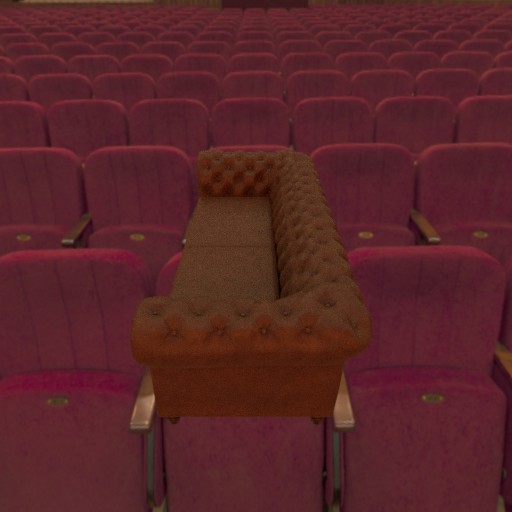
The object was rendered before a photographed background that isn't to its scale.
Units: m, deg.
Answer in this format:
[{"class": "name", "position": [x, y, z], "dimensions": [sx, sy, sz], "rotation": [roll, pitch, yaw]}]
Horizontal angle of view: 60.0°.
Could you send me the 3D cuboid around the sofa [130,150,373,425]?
[{"class": "sofa", "position": [0.000, 0.000, 2.803], "dimensions": [0.944, 0.783, 2.385], "rotation": [0, 29, 0]}]
